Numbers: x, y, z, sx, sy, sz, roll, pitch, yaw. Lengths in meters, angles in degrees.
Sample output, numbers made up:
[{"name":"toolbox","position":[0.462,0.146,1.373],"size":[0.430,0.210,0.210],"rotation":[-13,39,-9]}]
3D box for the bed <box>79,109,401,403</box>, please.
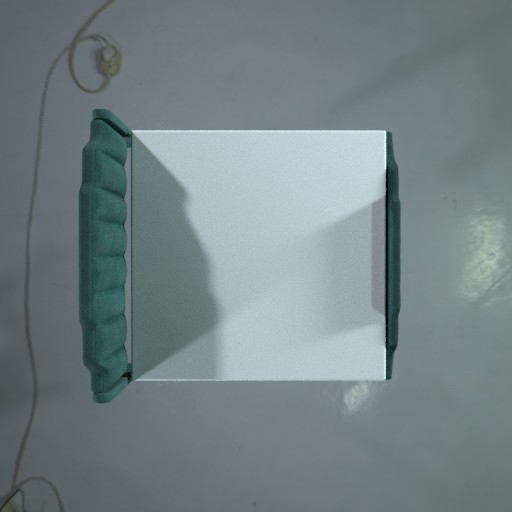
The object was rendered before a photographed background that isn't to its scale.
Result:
[{"name":"bed","position":[0.000,0.000,3.521],"size":[2.340,1.245,2.074],"rotation":[0,90,0]}]
